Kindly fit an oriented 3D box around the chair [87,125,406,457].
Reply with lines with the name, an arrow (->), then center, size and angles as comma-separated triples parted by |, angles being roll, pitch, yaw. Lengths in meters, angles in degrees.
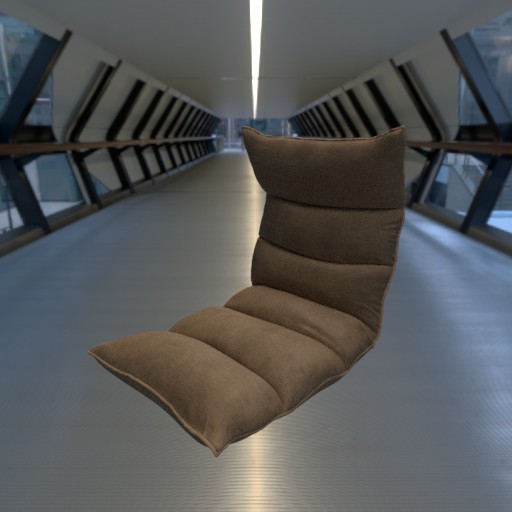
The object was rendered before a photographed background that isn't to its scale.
chair -> 0.000, 0.000, 1.577 | 0.714, 0.892, 0.985 | 15, 22, 42
